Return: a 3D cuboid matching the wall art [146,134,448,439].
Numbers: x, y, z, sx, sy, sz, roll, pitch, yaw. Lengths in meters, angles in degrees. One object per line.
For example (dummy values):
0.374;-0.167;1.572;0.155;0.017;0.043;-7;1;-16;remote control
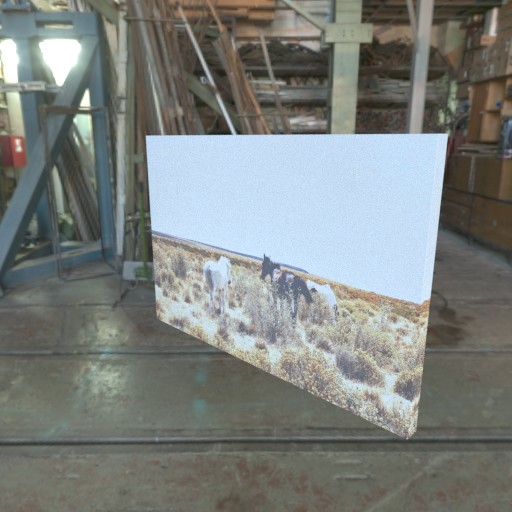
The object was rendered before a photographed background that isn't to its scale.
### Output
0.000;0.000;1.446;1.138;0.761;0.051;14;20;42;wall art
